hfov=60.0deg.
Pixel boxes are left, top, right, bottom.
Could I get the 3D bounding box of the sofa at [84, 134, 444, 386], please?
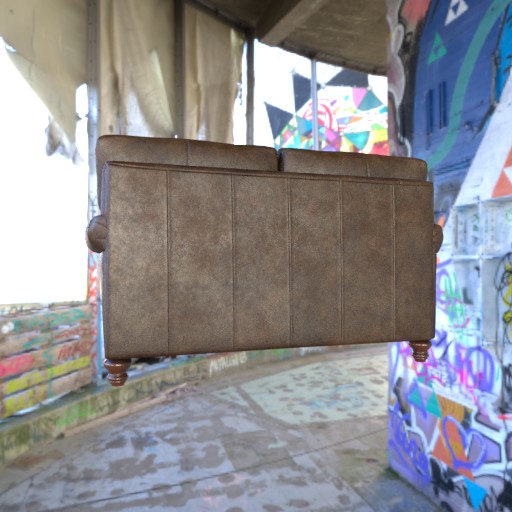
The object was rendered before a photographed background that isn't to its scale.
[{"bbox_3d":[0.000,0.000,2.264,1.616,0.976,0.990,0,-1,-17],"label":"sofa"}]
